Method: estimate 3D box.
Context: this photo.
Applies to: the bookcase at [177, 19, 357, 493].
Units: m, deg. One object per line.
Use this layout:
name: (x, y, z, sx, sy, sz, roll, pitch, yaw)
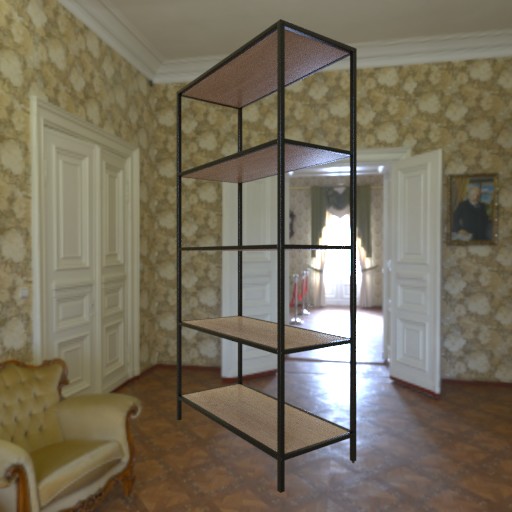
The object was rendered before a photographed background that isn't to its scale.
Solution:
bookcase: (0.000, 0.000, 1.817, 0.350, 1.500, 0.770, 0, 0, -35)
